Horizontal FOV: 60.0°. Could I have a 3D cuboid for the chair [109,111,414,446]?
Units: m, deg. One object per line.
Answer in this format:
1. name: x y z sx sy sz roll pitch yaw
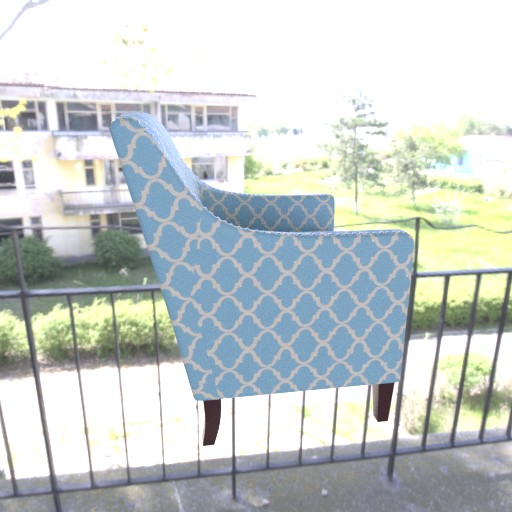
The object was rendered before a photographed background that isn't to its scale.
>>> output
1. chair: 0.000 0.000 1.323 0.686 0.817 0.617 -3 17 -9
